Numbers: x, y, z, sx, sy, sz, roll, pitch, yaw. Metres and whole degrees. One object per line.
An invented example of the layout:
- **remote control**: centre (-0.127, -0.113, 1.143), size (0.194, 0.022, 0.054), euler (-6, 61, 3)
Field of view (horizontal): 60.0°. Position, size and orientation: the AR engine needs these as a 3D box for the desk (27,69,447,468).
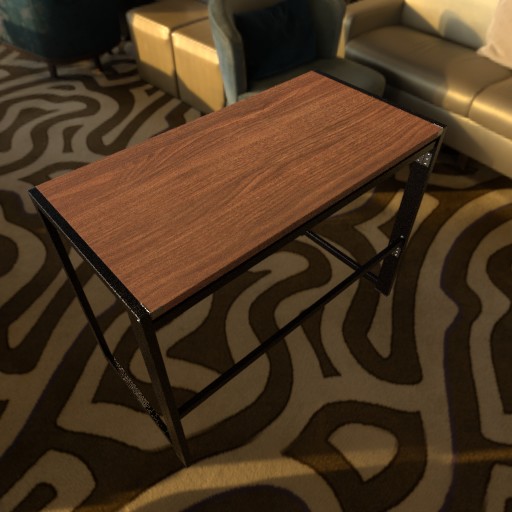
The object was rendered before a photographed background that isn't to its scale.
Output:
- **desk**: centre (0.000, 0.000, 1.433), size (1.016, 0.762, 0.508), euler (-33, 54, -28)
